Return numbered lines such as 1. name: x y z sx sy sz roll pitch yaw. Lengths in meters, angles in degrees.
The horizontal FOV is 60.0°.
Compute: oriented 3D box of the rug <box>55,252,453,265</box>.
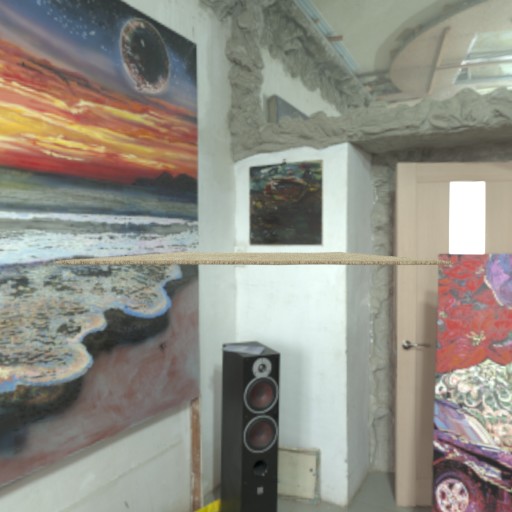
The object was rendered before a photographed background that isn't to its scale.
1. rug: 0.000 0.000 2.254 1.211 0.018 1.822 0 1 1
